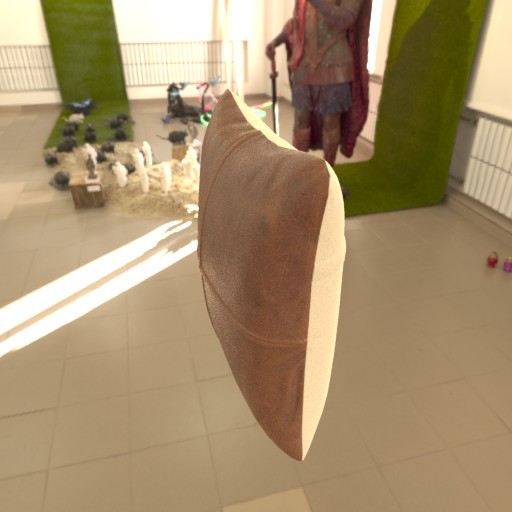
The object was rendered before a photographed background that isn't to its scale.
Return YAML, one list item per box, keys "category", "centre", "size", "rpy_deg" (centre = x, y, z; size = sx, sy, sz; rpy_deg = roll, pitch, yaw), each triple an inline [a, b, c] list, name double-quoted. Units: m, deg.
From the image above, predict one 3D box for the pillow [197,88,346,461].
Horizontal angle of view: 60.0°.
- category: "pillow"
  centre: [0.000, 0.000, 0.742]
  size: [0.192, 0.470, 0.484]
  rpy_deg: [-8, 31, -13]
